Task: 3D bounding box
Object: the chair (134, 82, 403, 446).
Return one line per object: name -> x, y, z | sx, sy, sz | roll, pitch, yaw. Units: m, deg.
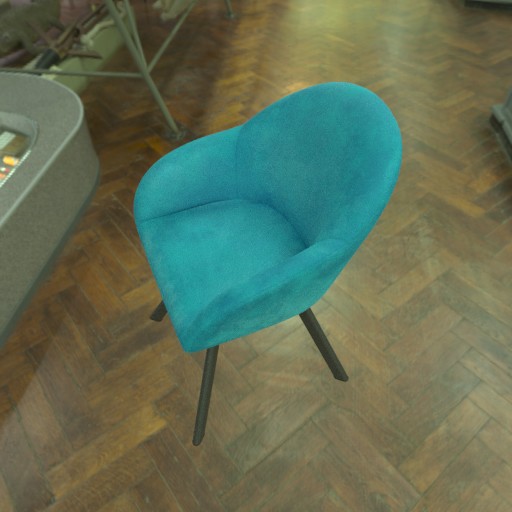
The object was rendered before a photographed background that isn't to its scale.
chair -> 0.000, 0.000, 1.175 | 0.590, 0.795, 0.550 | -17, 48, -17
